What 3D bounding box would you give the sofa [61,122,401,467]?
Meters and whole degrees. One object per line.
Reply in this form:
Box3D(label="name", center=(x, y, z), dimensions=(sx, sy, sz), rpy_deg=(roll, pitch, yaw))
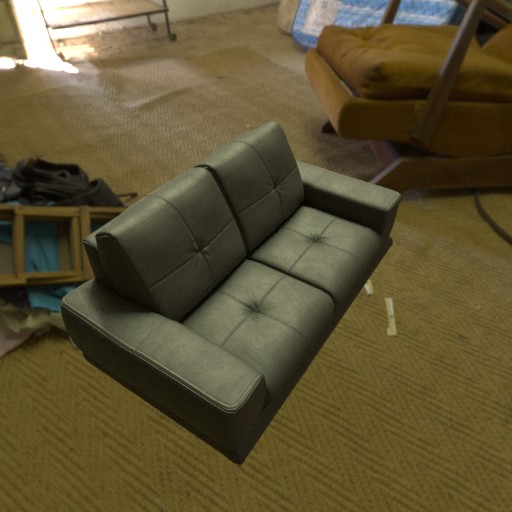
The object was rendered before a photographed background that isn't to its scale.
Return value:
Box3D(label="sofa", center=(0.000, 0.000, 2.408), dimensions=(1.018, 0.907, 1.806), rpy_deg=(24, 46, 25))
